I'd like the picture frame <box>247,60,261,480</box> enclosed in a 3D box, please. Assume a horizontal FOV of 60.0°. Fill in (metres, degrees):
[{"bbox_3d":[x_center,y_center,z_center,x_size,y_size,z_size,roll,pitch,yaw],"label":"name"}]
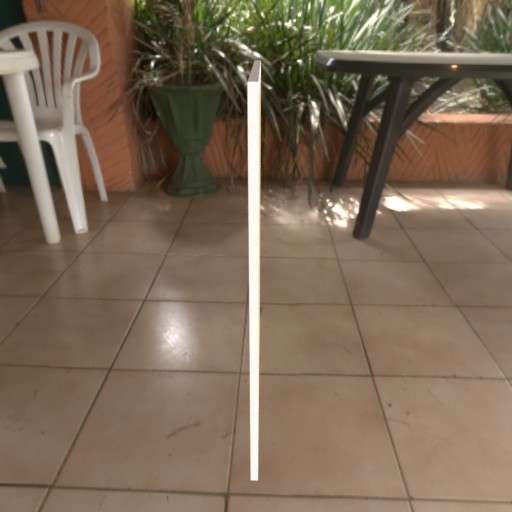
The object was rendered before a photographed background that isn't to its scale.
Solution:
[{"bbox_3d":[0.000,0.000,0.840,0.013,0.657,0.457,0,26,1],"label":"picture frame"}]
